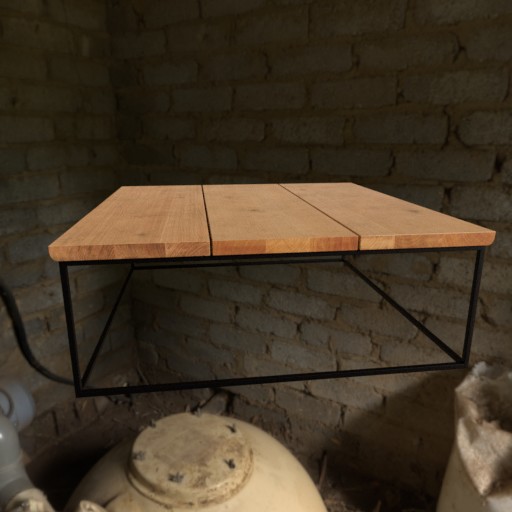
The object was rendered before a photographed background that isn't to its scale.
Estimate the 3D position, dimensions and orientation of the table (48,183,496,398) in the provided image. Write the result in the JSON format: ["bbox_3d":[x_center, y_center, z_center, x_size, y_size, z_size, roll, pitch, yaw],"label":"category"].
[{"bbox_3d":[0.000,0.000,1.652,1.100,0.400,1.100,-2,16,-8],"label":"table"}]
